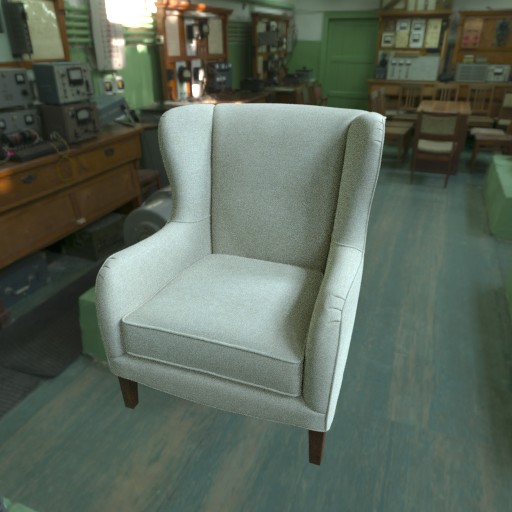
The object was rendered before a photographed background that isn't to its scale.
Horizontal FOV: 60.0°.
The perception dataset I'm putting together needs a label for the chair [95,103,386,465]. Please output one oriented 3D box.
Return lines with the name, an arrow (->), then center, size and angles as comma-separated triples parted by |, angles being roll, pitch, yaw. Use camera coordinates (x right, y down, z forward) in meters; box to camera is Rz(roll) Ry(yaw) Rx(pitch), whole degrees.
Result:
chair -> 0.000, 0.000, 1.722 | 0.838, 1.040, 0.966 | 9, 28, 18
